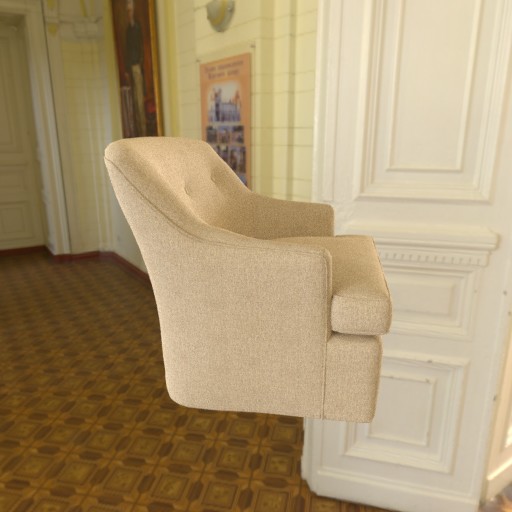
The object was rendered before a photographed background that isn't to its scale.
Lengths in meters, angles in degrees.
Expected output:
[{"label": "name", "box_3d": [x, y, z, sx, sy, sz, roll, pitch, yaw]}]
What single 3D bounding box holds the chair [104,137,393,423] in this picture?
[{"label": "chair", "box_3d": [0.000, 0.000, 1.655, 0.923, 0.856, 0.864, 3, 16, 10]}]
